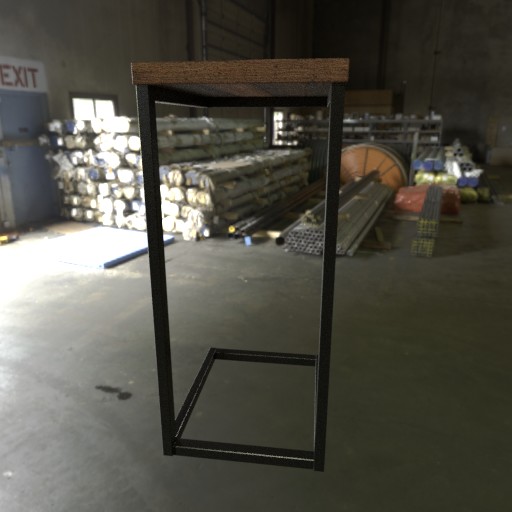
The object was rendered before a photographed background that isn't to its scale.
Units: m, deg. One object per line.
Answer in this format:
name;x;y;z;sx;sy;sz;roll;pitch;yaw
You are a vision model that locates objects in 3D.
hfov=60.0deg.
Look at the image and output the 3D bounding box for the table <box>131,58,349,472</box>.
table;0.000;0.000;0.942;0.323;0.718;0.414;2;17;8
